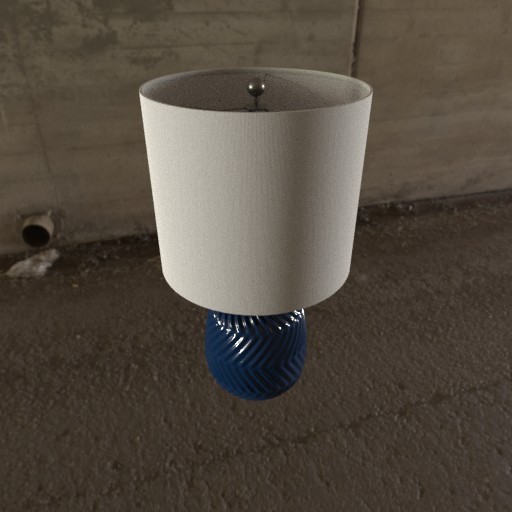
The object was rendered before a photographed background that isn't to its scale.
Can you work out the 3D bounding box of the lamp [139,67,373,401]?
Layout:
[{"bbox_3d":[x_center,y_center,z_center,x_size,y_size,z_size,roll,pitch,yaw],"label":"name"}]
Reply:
[{"bbox_3d":[0.000,0.000,0.487,0.203,0.368,0.203,21,37,30],"label":"lamp"}]
